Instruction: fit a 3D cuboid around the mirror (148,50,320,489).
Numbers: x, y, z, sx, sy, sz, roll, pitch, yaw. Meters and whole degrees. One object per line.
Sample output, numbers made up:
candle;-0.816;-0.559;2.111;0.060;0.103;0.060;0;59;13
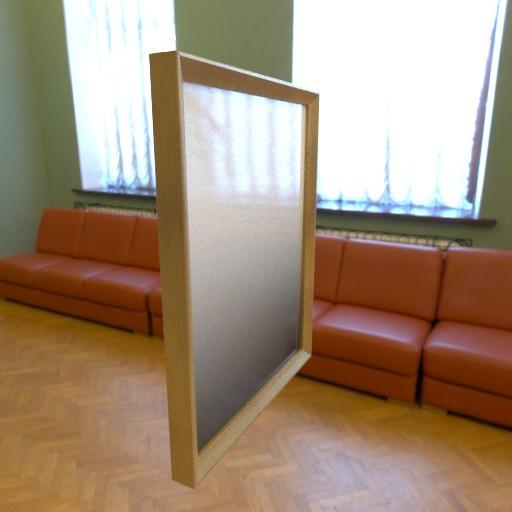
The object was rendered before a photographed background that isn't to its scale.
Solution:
mirror;0.000;0.000;0.676;0.041;0.509;0.406;7;16;27
